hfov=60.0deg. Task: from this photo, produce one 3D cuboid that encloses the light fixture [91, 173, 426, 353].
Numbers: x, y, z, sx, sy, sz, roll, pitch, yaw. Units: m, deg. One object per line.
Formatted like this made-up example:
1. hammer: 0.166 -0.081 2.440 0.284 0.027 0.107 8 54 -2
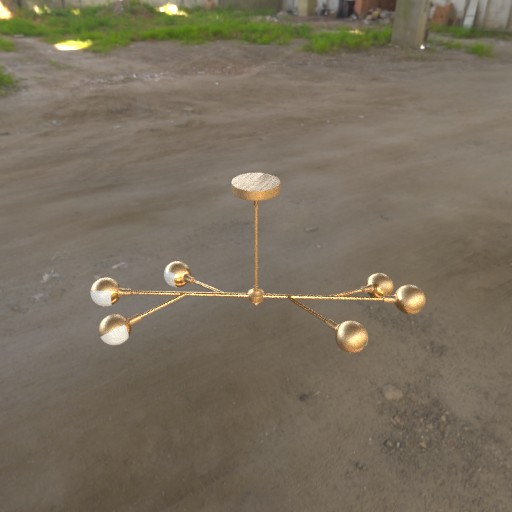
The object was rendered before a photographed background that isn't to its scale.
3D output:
1. light fixture: 0.000 0.000 1.013 0.778 0.362 0.434 10 33 15
